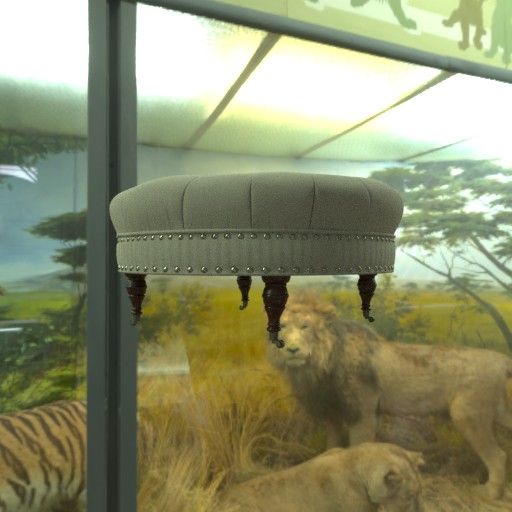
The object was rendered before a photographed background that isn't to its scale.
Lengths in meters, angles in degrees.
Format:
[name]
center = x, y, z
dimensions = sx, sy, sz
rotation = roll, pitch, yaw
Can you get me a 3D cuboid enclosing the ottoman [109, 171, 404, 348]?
[ottoman]
center = 0.000, 0.000, 1.420
dimensions = 0.901, 0.439, 0.901
rotation = 0, 0, 0
